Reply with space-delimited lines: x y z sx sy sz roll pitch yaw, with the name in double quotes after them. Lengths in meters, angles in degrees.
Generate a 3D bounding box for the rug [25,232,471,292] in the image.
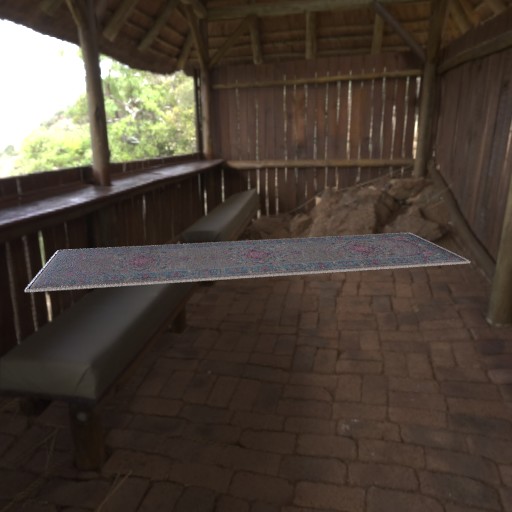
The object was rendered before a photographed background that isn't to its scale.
0.000 0.000 2.549 2.297 0.019 0.659 -3 18 -10 "rug"
